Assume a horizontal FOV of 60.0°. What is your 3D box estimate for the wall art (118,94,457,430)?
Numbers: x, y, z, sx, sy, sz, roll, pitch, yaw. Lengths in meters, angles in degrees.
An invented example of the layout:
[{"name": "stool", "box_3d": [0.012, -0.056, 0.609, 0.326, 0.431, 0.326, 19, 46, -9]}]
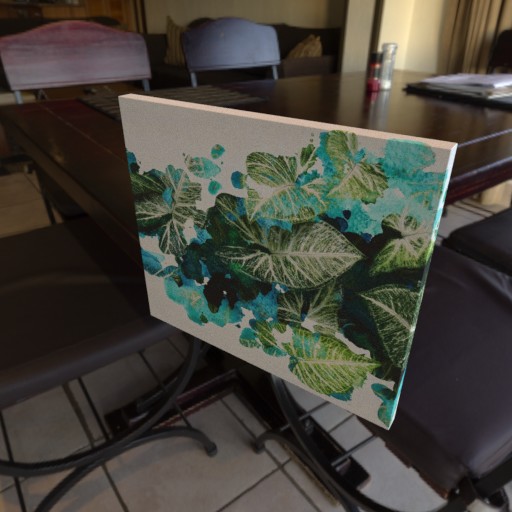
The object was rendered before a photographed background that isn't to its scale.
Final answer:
[{"name": "wall art", "box_3d": [0.000, 0.000, 0.980, 0.711, 0.610, 0.043, 19, 35, 29]}]
